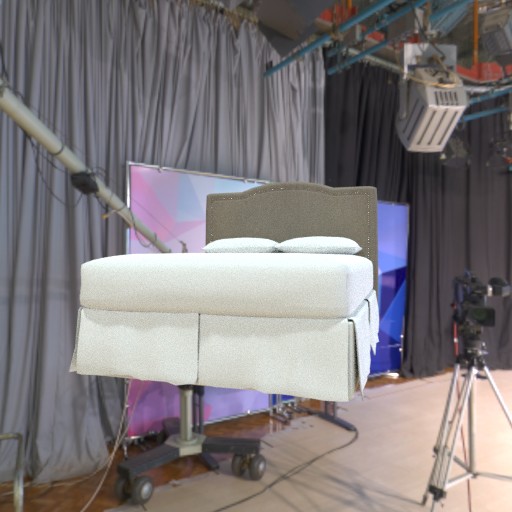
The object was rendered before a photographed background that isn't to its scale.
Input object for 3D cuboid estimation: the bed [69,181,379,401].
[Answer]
[{"bbox_3d":[0.000,0.000,3.344,1.744,1.441,2.128,0,0,18],"label":"bed"}]
